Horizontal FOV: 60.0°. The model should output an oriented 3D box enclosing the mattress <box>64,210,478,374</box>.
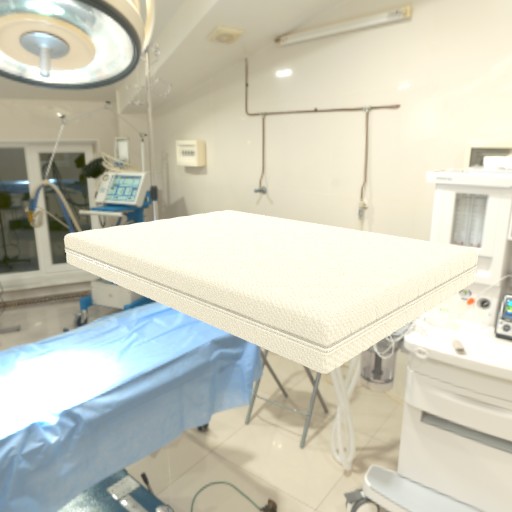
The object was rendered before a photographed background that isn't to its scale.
[{"bbox_3d":[0.000,0.000,2.588,2.000,0.200,1.400,14,20,42],"label":"mattress"}]
